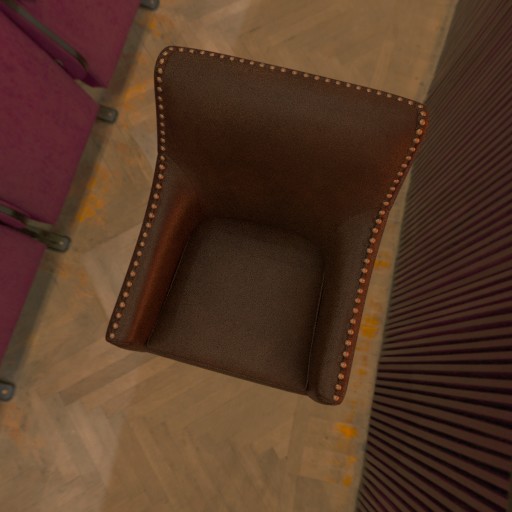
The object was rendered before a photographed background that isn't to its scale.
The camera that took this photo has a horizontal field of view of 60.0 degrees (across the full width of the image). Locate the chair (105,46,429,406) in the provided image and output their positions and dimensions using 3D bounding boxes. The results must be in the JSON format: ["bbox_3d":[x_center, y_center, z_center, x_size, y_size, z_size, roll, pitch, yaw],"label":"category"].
[{"bbox_3d":[0.000,0.000,1.294,0.639,0.813,0.704,15,76,4],"label":"chair"}]
